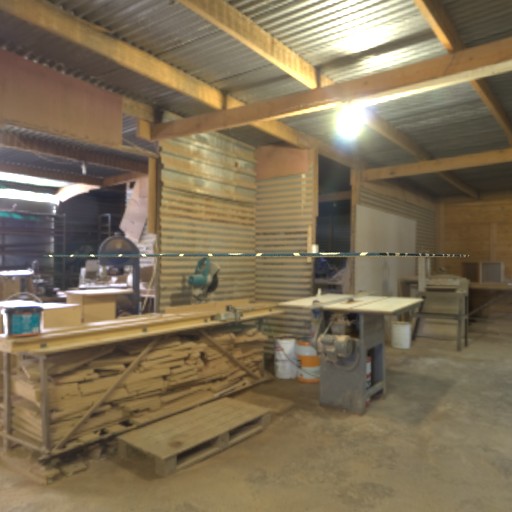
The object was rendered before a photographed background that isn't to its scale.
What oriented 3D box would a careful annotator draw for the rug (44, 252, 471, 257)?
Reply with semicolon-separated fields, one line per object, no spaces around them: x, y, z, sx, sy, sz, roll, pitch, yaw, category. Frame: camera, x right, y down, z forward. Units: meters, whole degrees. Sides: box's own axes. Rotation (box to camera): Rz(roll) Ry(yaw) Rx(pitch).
0.000;0.000;2.714;2.134;0.010;1.524;0;0;36;rug
